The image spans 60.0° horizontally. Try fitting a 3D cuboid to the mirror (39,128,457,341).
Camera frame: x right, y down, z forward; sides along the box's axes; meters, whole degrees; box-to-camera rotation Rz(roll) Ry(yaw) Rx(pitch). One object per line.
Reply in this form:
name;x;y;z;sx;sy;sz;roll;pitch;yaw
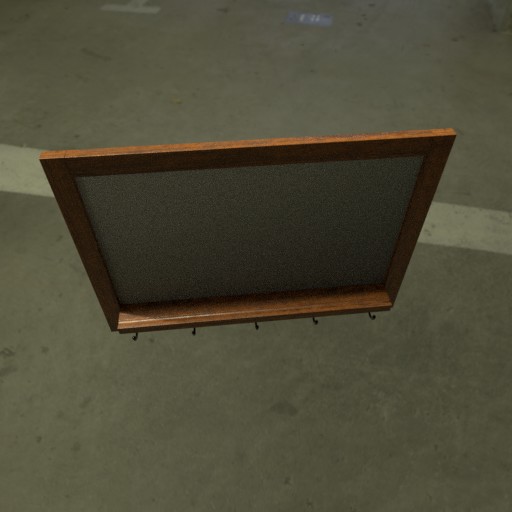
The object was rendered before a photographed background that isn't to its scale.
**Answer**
mirror;0.000;0.000;0.981;0.758;0.537;0.084;-4;47;-4
